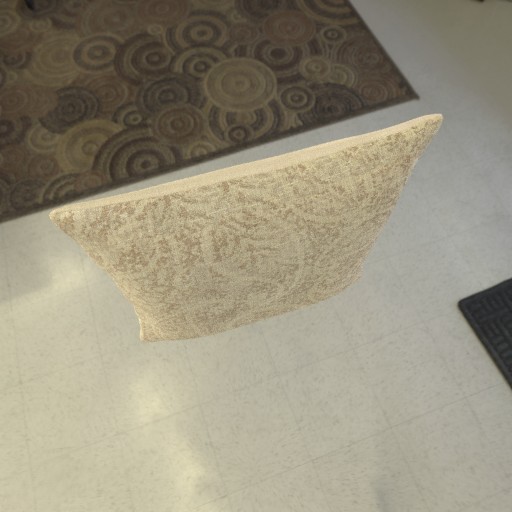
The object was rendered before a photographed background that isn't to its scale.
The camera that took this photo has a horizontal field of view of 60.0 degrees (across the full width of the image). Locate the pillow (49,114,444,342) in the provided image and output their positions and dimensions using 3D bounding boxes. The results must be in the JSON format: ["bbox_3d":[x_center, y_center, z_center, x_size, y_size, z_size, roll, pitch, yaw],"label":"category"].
[{"bbox_3d":[0.000,0.000,0.777,0.523,0.510,0.166,-16,65,-8],"label":"pillow"}]
